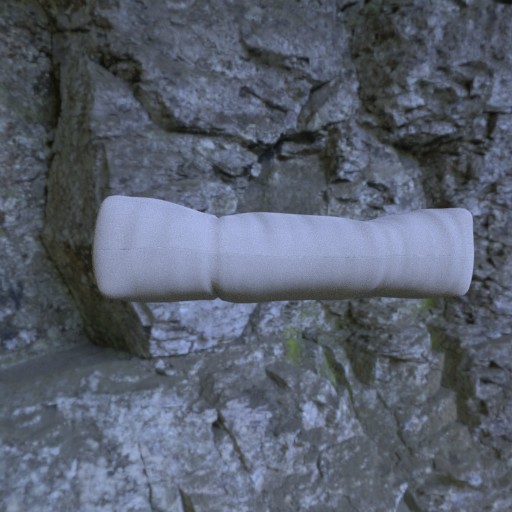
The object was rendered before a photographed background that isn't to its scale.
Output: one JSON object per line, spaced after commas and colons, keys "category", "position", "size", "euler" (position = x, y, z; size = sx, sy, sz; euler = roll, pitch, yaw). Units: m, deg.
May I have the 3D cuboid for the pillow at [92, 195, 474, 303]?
{"category": "pillow", "position": [0.000, 0.000, 0.725], "size": [0.490, 0.128, 0.468], "euler": [0, -1, -17]}
